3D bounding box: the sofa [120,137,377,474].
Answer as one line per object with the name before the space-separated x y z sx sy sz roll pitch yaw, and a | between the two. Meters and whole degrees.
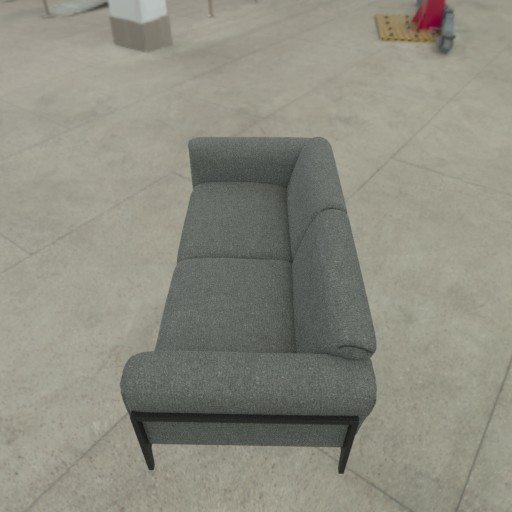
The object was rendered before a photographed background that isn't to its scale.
sofa | 0.000 0.000 2.538 0.985 0.703 2.125 1 41 1
